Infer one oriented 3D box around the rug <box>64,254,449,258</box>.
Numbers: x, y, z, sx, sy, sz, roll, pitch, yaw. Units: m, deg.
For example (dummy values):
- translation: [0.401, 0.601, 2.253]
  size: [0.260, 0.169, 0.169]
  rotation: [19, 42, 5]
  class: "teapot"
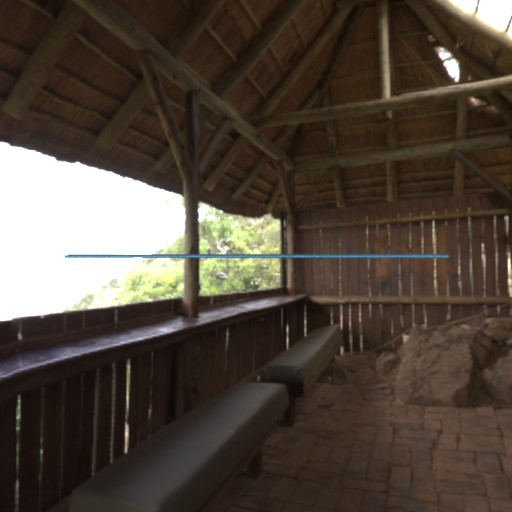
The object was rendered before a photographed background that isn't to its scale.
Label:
- translation: [0.000, 0.000, 3.484]
  size: [1.830, 0.018, 2.769]
  rotation: [0, 0, 0]
  class: "rug"
